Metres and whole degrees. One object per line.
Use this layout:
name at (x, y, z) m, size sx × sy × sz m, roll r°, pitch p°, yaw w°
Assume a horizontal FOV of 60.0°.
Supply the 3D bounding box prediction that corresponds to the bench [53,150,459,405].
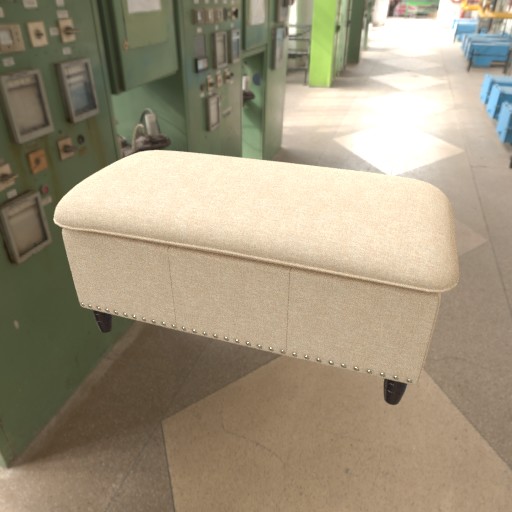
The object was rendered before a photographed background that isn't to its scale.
bench at (0.000, 0.000, 1.252) m, size 0.991 × 0.483 × 0.483 m, roll 10°, pitch 32°, yaw 16°
